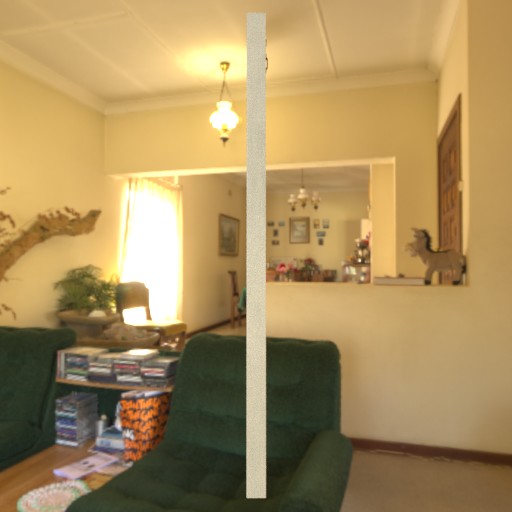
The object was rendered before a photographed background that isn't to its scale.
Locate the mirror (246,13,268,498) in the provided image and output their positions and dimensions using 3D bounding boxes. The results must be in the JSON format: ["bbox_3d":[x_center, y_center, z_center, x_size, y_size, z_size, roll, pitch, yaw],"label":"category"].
[{"bbox_3d":[0.000,0.000,1.139,0.041,0.915,0.609,0,-1,0],"label":"mirror"}]
